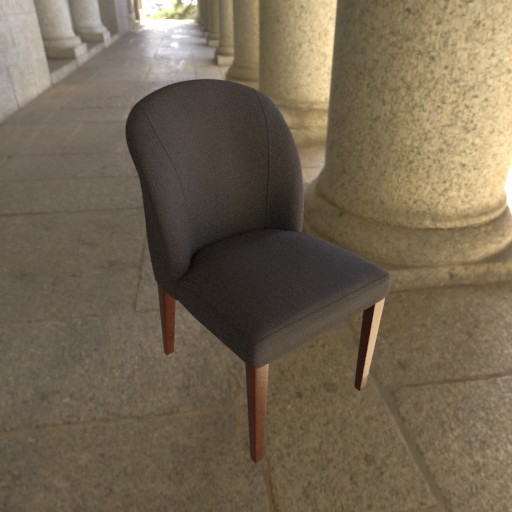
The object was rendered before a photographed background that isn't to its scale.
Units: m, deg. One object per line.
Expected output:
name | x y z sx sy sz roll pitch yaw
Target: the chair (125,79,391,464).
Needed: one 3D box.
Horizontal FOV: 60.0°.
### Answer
chair | 0.000 0.000 1.280 0.506 0.879 0.619 -21 37 -31
